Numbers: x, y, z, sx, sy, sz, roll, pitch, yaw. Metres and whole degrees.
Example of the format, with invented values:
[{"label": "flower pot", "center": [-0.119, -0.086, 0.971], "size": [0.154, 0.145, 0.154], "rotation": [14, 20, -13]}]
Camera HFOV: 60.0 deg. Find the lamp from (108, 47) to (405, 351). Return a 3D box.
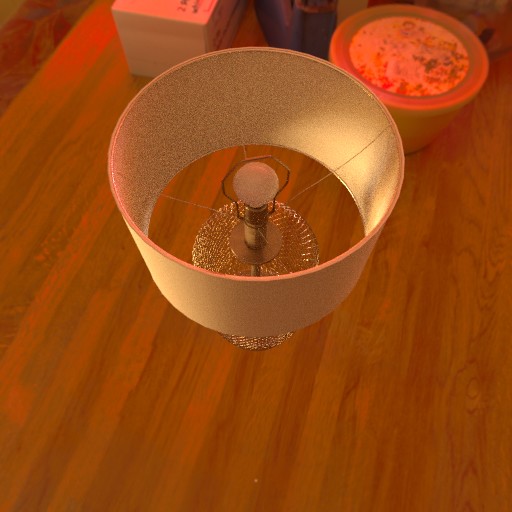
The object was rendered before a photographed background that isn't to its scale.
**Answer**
[{"label": "lamp", "center": [0.000, 0.000, 0.788], "size": [0.353, 0.578, 0.353], "rotation": [0, 63, 0]}]
